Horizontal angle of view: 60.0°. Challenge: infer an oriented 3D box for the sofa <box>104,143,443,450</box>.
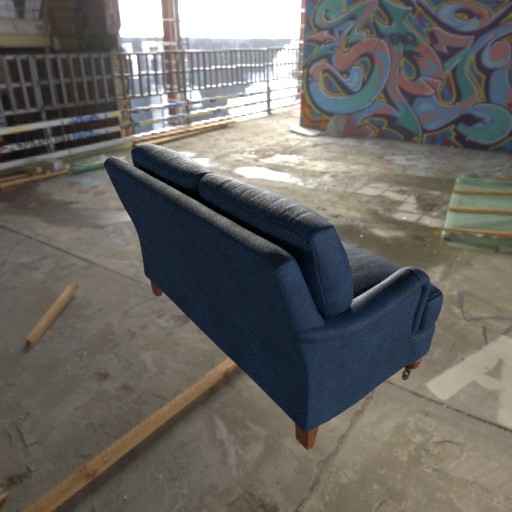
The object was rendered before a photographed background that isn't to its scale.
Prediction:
[{"bbox_3d":[0.000,0.000,2.583,1.084,1.101,1.853,-17,31,-31],"label":"sofa"}]
